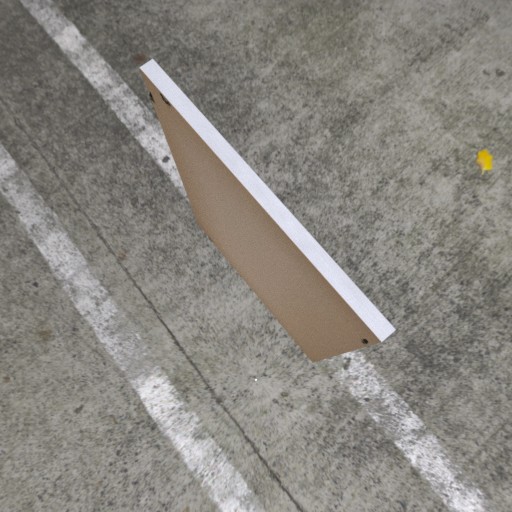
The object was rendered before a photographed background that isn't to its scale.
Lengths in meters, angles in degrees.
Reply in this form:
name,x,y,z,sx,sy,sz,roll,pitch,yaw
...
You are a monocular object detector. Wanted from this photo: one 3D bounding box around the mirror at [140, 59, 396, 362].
name,x,y,z,sx,sy,sz,roll,pitch,yaw
mirror,0.000,0.000,1.377,0.041,1.016,0.762,-38,78,-10
